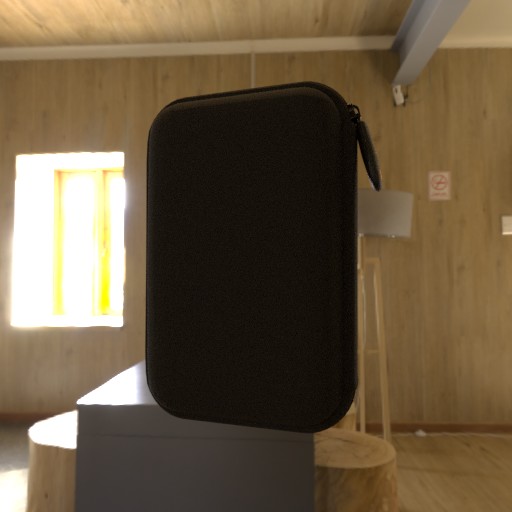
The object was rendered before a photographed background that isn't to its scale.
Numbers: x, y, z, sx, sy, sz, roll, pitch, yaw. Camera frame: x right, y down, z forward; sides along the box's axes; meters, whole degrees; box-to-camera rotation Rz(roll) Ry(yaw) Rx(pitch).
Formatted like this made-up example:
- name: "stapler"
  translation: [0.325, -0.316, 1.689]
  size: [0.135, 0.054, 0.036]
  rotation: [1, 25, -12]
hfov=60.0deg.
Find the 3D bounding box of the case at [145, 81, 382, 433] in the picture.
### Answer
- name: "case"
  translation: [0.000, 0.000, 0.194]
  size: [0.107, 0.147, 0.030]
  rotation: [-1, -2, 18]
